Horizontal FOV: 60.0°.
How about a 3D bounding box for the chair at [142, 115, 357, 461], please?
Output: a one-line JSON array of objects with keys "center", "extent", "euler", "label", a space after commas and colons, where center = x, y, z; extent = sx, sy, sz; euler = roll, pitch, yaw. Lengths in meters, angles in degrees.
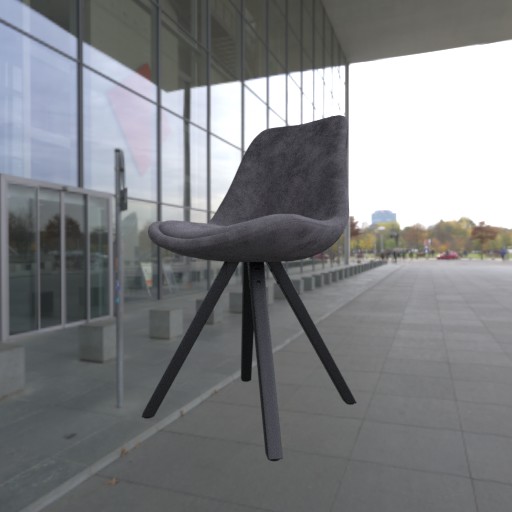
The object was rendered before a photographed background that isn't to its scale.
[{"center": [0.000, 0.000, 1.220], "extent": [0.485, 0.850, 0.550], "euler": [0, 1, 36], "label": "chair"}]
